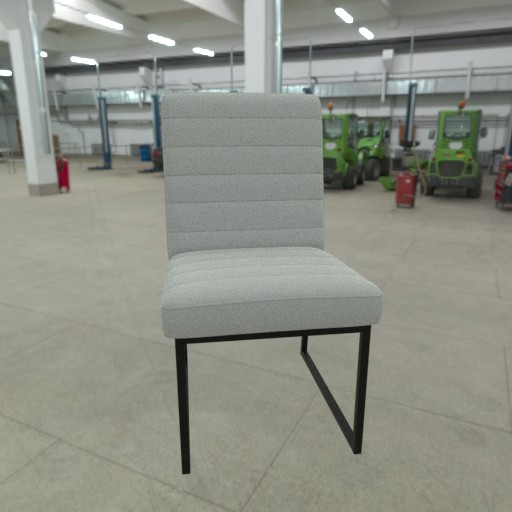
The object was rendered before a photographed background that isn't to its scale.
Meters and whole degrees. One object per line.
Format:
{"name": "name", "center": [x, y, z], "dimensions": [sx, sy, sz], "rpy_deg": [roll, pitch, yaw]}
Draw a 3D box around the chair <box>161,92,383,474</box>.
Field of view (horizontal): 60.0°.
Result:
{"name": "chair", "center": [0.000, 0.000, 1.281], "dimensions": [0.520, 0.930, 0.634], "rpy_deg": [-2, 16, -9]}
